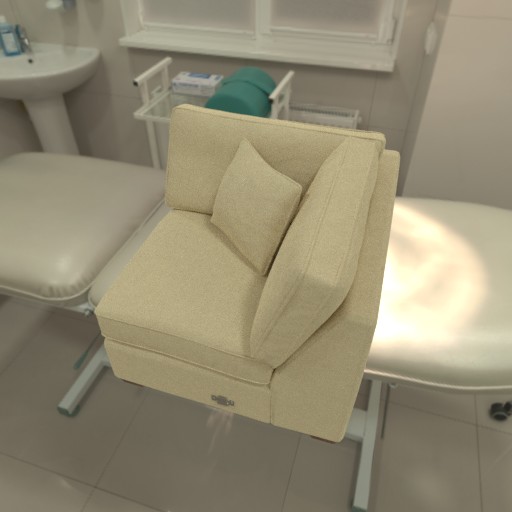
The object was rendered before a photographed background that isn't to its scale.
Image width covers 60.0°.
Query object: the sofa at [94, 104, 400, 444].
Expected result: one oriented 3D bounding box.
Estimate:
[{"bbox_3d":[0.000,0.000,2.013,1.084,1.002,1.146,12,43,13],"label":"sofa"}]
